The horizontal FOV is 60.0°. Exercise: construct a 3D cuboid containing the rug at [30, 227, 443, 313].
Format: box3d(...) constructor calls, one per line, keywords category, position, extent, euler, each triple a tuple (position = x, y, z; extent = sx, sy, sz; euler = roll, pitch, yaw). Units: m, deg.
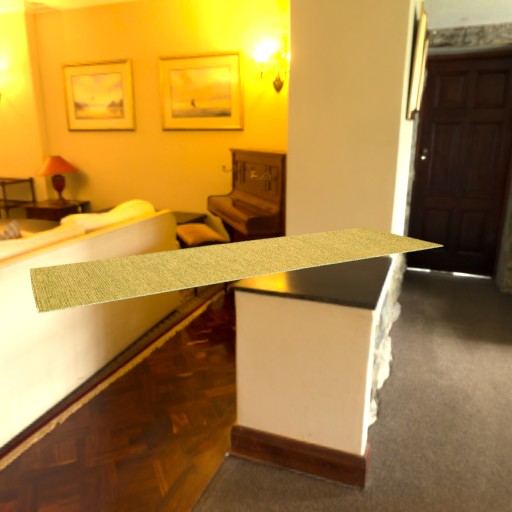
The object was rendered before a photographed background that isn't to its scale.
box3d(category="rug", position=(0.000, 0.000, 2.573), extent=(2.340, 0.013, 0.686), euler=(-8, 17, -27))
